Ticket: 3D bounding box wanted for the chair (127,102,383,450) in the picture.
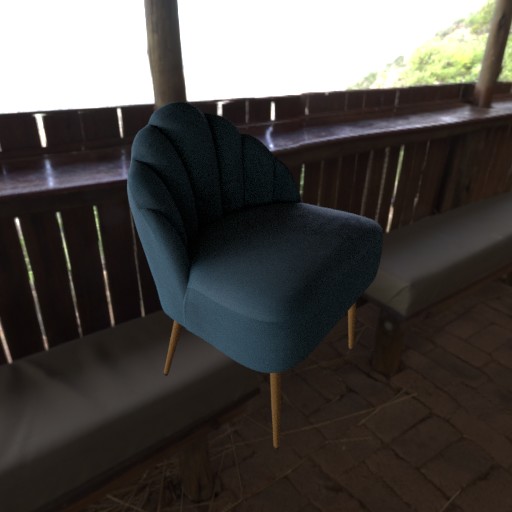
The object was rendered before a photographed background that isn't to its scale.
[{"bbox_3d":[0.000,0.000,1.309,0.599,0.819,0.657,17,32,30],"label":"chair"}]
